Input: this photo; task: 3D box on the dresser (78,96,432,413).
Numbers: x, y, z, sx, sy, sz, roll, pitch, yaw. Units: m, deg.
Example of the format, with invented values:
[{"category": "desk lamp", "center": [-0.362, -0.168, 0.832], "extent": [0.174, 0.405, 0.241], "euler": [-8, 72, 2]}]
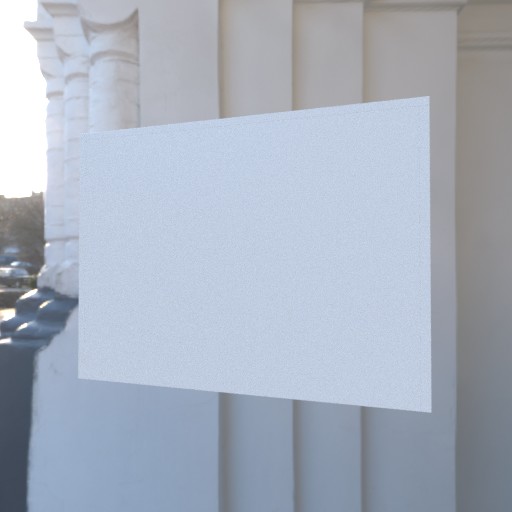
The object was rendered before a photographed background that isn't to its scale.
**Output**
[{"category": "dresser", "center": [0.000, 0.000, 1.536], "extent": [1.100, 0.820, 0.460], "euler": [0, -1, 18]}]
